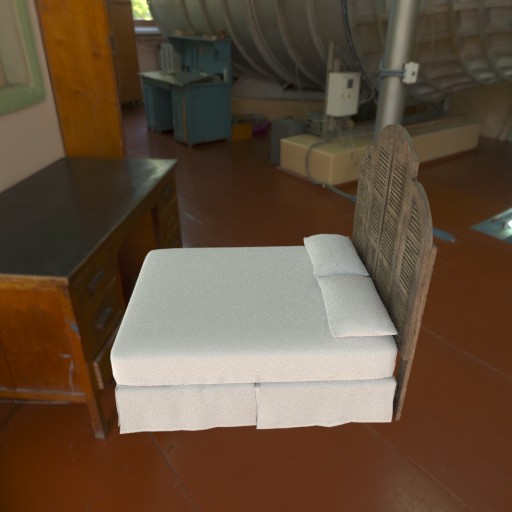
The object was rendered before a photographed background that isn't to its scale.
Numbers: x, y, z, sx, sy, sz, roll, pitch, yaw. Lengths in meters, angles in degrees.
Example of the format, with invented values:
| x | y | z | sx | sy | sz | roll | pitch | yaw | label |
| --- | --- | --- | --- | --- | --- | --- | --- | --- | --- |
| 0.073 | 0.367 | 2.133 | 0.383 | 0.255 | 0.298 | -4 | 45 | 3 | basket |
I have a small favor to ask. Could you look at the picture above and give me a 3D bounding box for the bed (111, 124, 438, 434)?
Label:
| x | y | z | sx | sy | sz | roll | pitch | yaw | label |
| --- | --- | --- | --- | --- | --- | --- | --- | --- | --- |
| 0.000 | 0.000 | 3.540 | 2.138 | 2.019 | 1.713 | -1 | 29 | -2 | bed |
